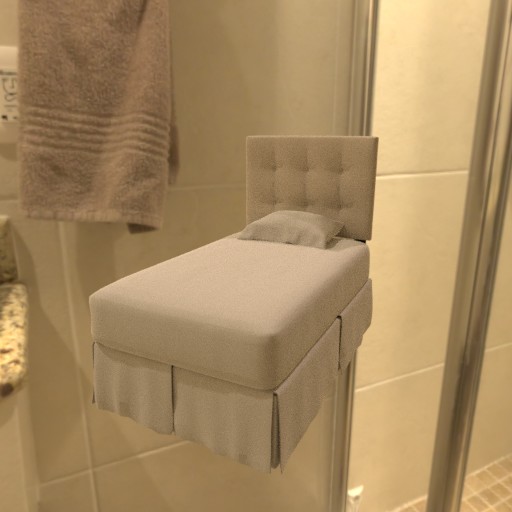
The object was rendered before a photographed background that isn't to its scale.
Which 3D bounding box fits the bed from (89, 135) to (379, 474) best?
[{"bbox_3d":[0.000,0.000,3.025,1.261,1.571,1.997,8,17,26],"label":"bed"}]
